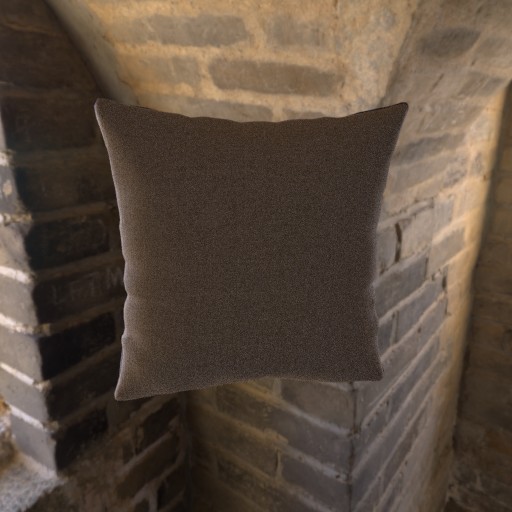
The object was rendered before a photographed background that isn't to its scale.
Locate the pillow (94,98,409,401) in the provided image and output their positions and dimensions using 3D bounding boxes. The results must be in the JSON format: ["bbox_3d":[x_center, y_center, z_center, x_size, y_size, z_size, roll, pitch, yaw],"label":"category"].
[{"bbox_3d":[0.000,0.000,0.663,0.440,0.441,0.147,-2,14,-9],"label":"pillow"}]
